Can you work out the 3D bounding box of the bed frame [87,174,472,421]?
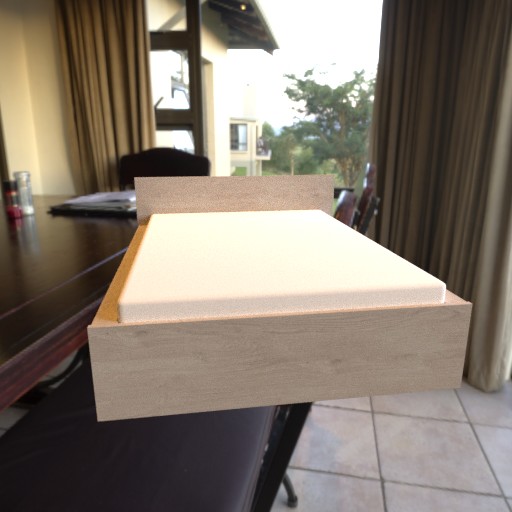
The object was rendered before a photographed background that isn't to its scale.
[{"bbox_3d":[0.000,0.000,2.766,1.622,0.800,1.960,-2,16,-8],"label":"bed frame"}]
